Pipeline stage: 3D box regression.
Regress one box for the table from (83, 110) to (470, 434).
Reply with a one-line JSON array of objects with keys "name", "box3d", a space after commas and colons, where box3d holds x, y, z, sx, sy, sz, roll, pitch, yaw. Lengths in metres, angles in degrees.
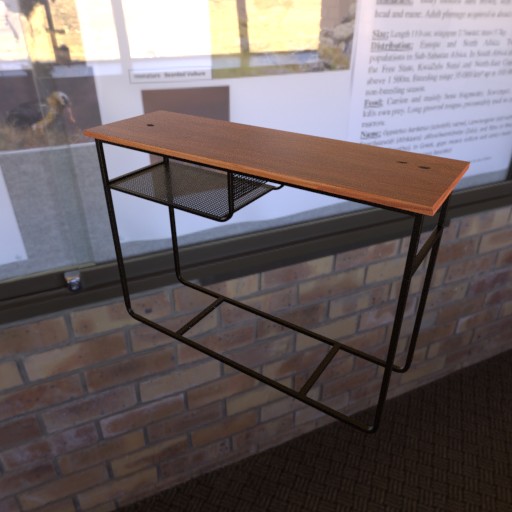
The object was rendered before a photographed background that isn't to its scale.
[{"name": "table", "box3d": [0.000, 0.000, 1.474, 1.100, 0.750, 0.350, 19, 35, 29]}]
